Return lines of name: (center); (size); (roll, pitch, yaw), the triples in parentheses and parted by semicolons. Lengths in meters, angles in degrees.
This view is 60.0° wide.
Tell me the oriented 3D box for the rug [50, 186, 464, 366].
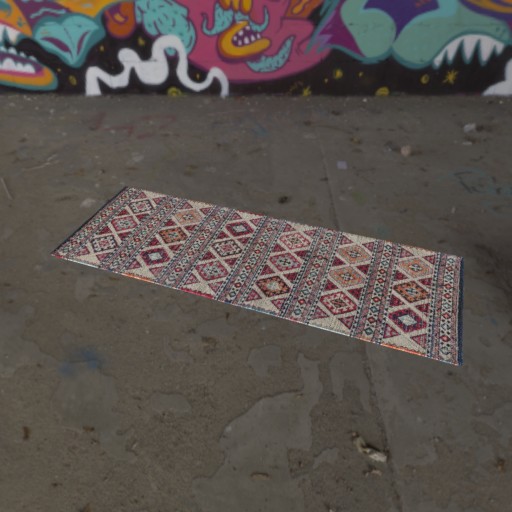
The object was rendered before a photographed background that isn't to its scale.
rug: (0.000, 0.000, 2.673); (2.362, 0.008, 0.832); (13, 42, 15)
